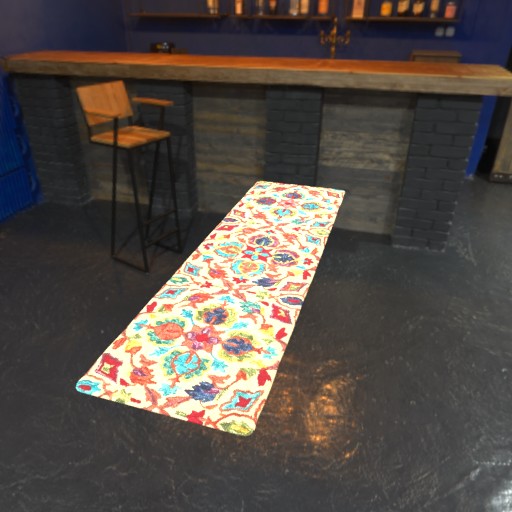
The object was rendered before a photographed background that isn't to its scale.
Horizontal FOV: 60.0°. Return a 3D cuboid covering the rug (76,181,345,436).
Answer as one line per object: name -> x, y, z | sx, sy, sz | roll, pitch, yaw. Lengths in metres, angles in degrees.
rug -> 0.000, 0.000, 2.468 | 0.693, 0.016, 2.273 | 9, 31, 15
